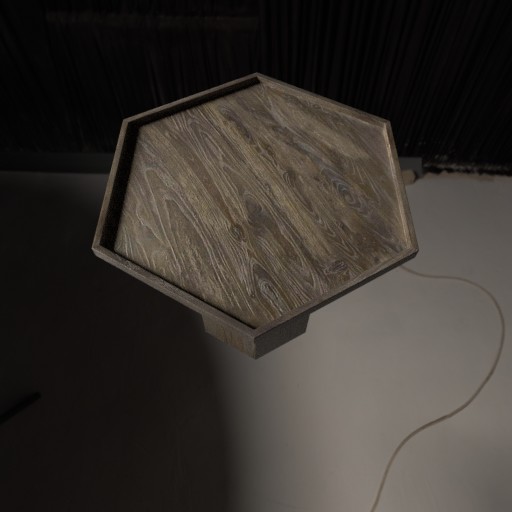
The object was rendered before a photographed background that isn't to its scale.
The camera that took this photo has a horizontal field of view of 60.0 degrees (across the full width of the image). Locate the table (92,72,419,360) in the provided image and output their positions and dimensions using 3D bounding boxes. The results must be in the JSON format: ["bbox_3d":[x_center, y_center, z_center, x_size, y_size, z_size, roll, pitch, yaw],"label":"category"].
[{"bbox_3d":[0.000,0.000,1.140,0.592,0.586,0.683,0,58,0],"label":"table"}]
